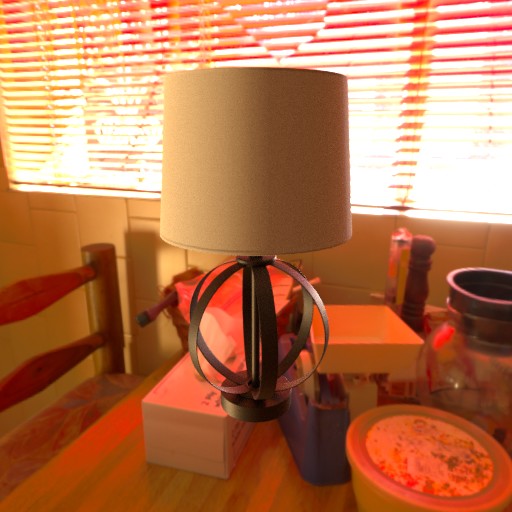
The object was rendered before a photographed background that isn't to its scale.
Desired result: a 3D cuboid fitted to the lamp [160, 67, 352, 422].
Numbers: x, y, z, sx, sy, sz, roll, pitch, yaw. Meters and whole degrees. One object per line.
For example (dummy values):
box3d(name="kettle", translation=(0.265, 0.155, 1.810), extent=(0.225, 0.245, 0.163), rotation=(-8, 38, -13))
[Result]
box3d(name="lamp", translation=(0.000, 0.000, 0.686), extent=(0.286, 0.510, 0.286), rotation=(0, 15, 0))
